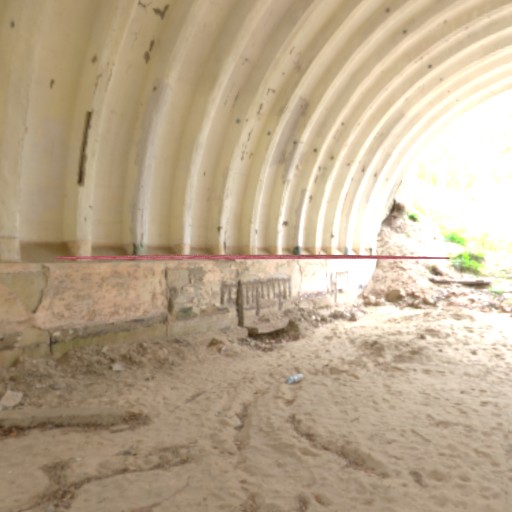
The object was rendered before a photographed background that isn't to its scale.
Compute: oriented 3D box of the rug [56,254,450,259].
[{"bbox_3d":[0.000,0.000,4.330,2.389,0.011,3.306,0,0,1],"label":"rug"}]
